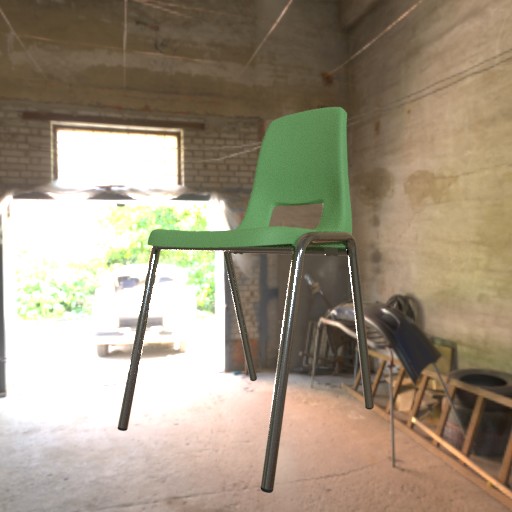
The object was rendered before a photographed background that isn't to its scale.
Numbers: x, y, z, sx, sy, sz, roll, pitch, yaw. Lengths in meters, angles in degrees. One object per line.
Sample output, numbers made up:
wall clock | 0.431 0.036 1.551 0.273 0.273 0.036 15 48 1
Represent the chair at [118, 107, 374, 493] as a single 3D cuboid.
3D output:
chair | 0.000 0.000 0.940 0.381 0.704 0.436 1 2 37
